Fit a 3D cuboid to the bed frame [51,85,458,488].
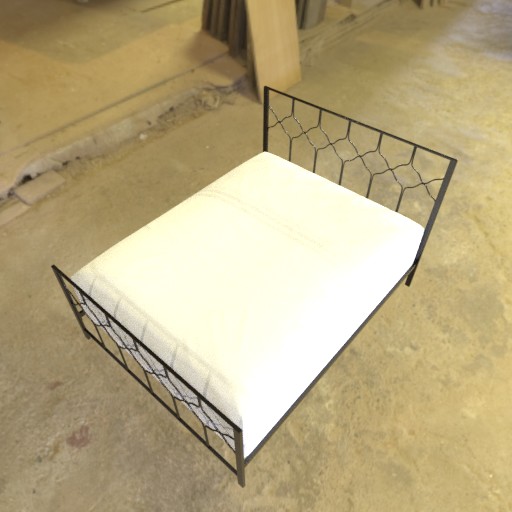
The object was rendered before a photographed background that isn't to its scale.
[{"bbox_3d":[0.000,0.000,3.063,1.597,1.222,2.063,32,54,27],"label":"bed frame"}]
